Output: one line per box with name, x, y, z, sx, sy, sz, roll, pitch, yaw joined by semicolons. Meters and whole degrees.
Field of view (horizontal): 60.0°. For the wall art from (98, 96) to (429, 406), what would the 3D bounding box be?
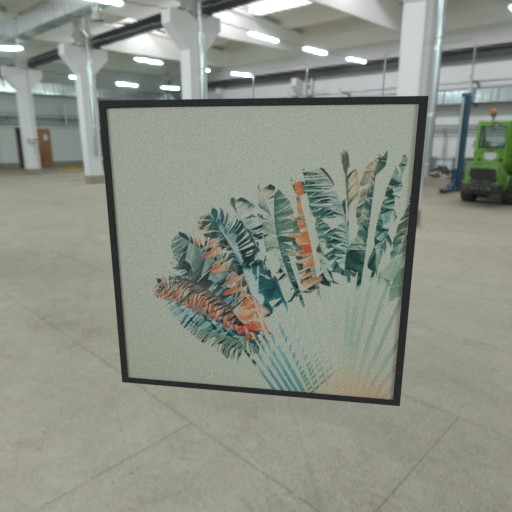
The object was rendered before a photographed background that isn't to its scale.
wall art;0.000;0.000;0.758;0.509;0.507;0.037;2;15;9
